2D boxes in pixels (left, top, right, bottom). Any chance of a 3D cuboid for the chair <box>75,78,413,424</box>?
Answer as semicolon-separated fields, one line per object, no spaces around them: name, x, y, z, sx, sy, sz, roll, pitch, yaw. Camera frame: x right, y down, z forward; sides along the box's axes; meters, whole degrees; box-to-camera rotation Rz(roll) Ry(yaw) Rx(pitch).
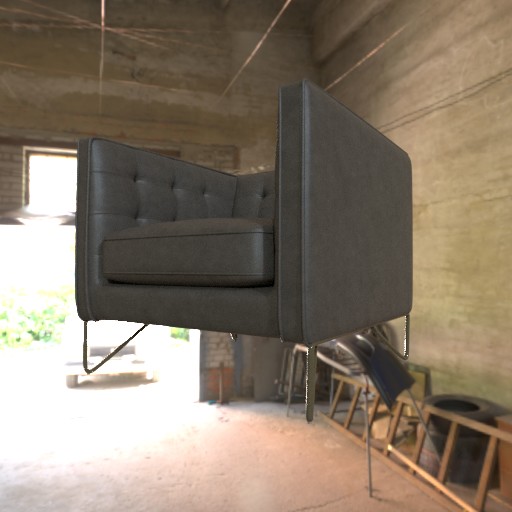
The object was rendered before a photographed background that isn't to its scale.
chair;0.000;0.000;1.568;0.880;0.790;0.894;-1;-2;34
